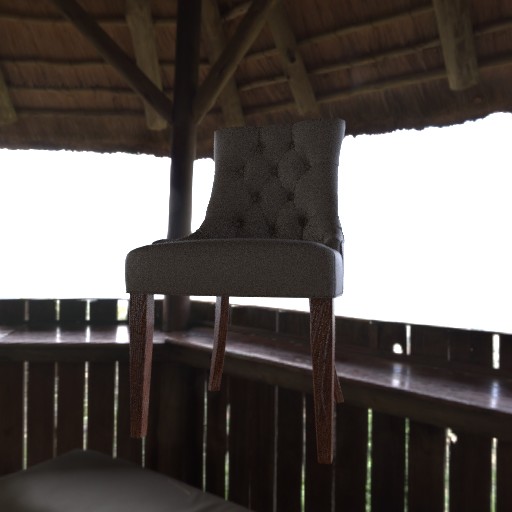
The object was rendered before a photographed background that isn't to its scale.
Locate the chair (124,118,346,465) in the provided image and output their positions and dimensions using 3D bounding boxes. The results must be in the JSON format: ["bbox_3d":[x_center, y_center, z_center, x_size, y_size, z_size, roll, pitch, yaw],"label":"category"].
[{"bbox_3d":[0.000,0.000,1.224,0.509,0.874,0.565,0,-1,17],"label":"chair"}]
